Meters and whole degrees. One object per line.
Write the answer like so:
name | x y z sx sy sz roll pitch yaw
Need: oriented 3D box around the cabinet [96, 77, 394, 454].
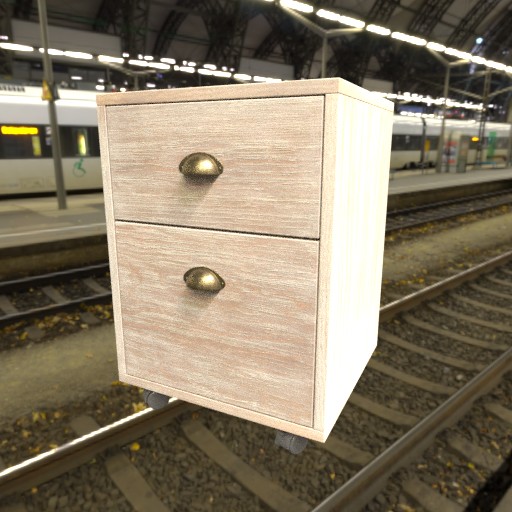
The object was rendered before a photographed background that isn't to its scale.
cabinet | 0.000 0.000 0.859 0.409 0.579 0.401 7 16 26
